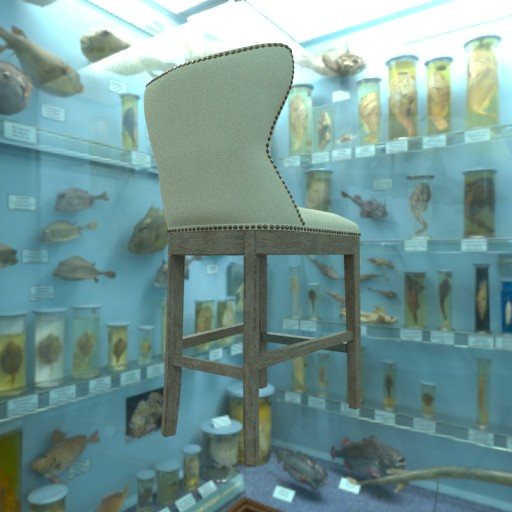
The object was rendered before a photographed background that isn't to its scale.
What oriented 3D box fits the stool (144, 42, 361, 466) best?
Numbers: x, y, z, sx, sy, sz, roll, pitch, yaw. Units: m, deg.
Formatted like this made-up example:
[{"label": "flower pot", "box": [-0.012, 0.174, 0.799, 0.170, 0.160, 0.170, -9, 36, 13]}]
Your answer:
[{"label": "stool", "box": [0.000, 0.000, 1.312, 0.498, 0.981, 0.608, 0, 0, 36]}]
